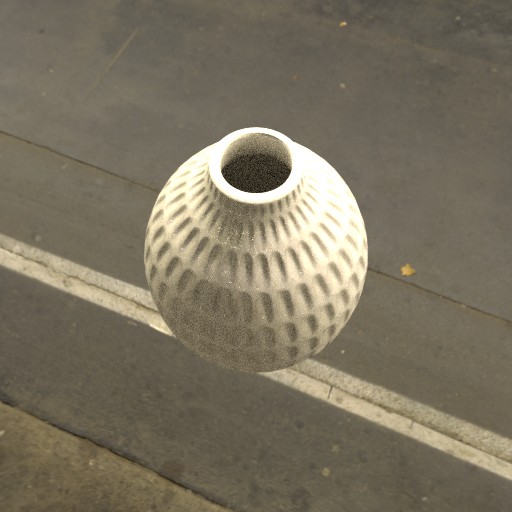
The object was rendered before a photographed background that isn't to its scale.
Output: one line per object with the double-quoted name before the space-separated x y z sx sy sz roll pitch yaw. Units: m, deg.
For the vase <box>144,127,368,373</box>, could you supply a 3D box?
"vase" 0.000 0.000 0.330 0.162 0.223 0.162 0 64 0
